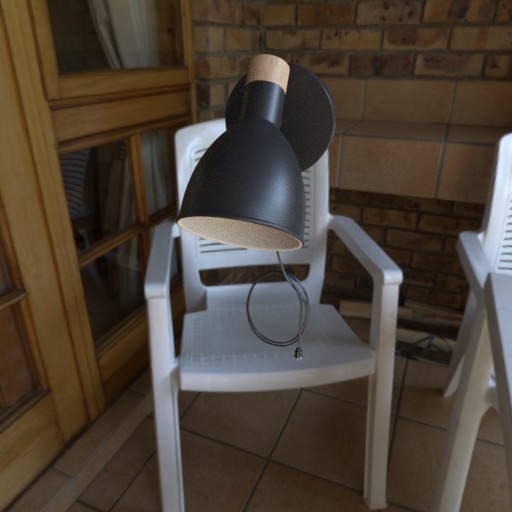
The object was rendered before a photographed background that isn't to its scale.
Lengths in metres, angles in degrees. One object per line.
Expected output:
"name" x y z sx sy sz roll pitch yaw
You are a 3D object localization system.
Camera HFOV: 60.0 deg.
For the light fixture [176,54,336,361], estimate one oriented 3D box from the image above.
"light fixture" 0.000 0.000 0.485 0.127 0.401 0.203 7 26 15
